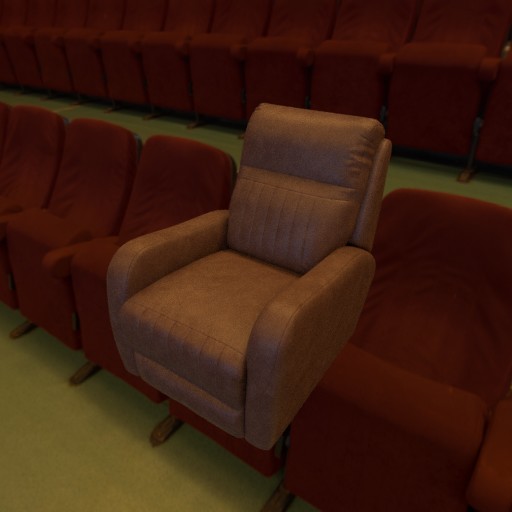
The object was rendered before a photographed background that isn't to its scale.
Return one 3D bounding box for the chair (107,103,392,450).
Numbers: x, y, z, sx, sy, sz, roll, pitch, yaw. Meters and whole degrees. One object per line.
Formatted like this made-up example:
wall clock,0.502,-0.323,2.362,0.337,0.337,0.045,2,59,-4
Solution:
chair,0.000,0.000,1.887,0.865,1.067,1.067,19,35,30
